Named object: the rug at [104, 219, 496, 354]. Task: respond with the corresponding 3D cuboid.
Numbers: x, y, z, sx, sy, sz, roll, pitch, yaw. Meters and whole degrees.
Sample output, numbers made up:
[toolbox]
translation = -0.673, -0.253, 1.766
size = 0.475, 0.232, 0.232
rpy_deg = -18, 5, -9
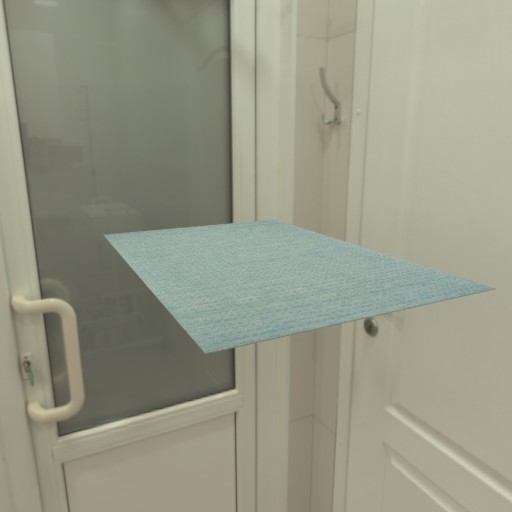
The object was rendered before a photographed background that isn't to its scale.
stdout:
[rug]
translation = 0.000, 0.000, 3.662
size = 1.982, 0.006, 2.895
rpy_deg = -7, 16, -26
